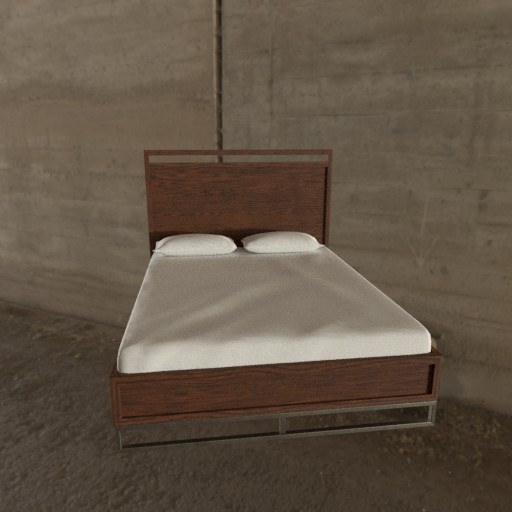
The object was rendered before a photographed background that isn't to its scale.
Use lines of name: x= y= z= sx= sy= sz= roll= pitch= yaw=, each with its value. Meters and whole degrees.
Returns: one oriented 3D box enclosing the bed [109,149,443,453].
bed: x=0.000 y=0.000 z=3.287 sx=1.765 sy=1.487 sz=2.218 roll=-2 pitch=15 yaw=-7
